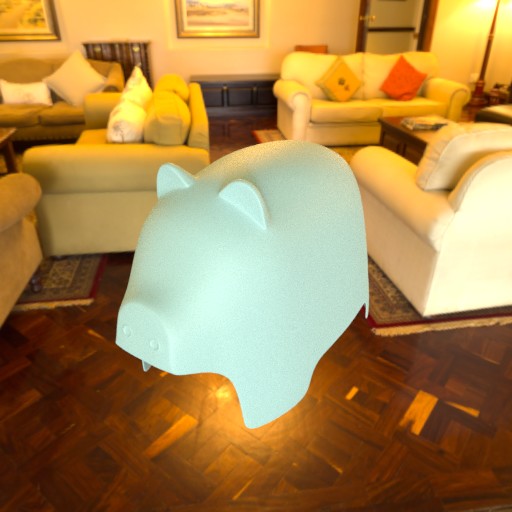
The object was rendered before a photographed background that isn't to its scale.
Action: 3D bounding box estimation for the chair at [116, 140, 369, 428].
[{"bbox_3d":[0.000,0.000,0.867,0.364,0.423,0.619,18,34,29],"label":"chair"}]
